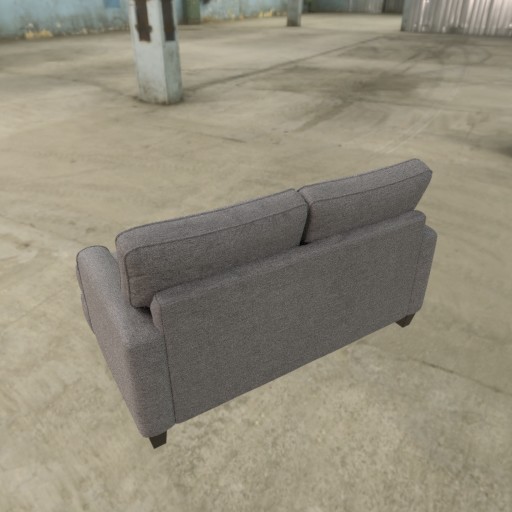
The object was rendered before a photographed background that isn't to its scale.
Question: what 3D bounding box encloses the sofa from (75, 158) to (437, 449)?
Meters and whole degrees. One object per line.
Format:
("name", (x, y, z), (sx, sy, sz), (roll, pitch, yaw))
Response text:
("sofa", (0.000, 0.000, 2.278), (1.651, 0.965, 0.965), (-17, 34, -27))
